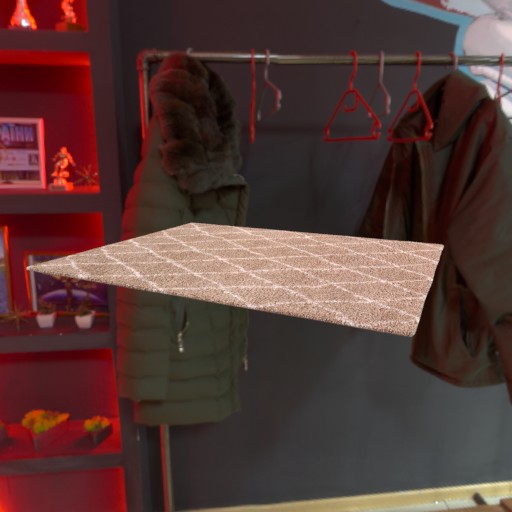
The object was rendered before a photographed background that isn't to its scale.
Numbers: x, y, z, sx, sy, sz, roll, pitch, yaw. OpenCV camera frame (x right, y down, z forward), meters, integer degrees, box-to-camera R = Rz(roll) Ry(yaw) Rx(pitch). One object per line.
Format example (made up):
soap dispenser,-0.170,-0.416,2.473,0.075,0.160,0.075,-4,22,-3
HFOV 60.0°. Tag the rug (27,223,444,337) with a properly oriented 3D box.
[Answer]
rug,0.000,0.000,4.063,3.047,0.029,2.438,7,15,25
